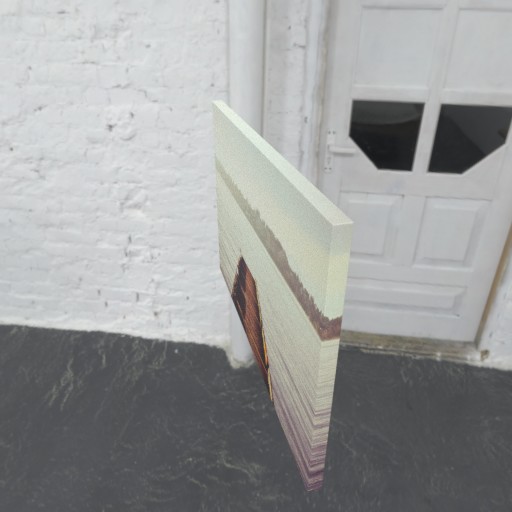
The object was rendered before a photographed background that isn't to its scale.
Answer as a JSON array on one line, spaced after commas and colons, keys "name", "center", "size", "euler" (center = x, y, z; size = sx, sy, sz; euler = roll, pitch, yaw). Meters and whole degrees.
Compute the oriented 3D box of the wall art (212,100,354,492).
[{"name": "wall art", "center": [0.000, 0.000, 1.437], "size": [0.040, 0.765, 1.149], "euler": [-8, 31, -13]}]
